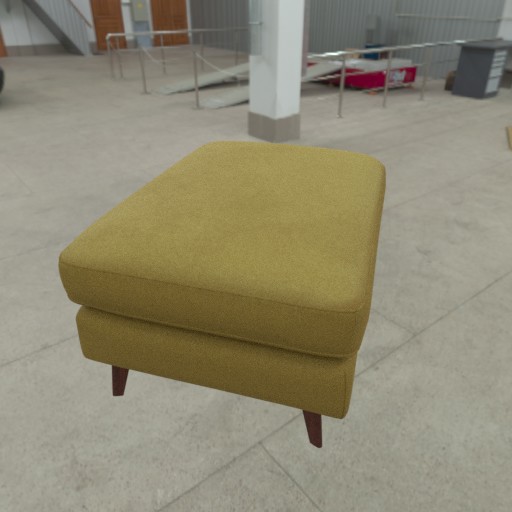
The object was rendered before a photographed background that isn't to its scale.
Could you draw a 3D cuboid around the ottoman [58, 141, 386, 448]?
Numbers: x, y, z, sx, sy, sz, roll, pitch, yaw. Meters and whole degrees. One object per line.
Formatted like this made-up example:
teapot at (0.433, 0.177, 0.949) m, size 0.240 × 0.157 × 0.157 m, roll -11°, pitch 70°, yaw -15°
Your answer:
ottoman at (0.000, 0.000, 1.172) m, size 0.608 × 0.449 × 0.811 m, roll 9°, pitch 31°, yaw 14°
